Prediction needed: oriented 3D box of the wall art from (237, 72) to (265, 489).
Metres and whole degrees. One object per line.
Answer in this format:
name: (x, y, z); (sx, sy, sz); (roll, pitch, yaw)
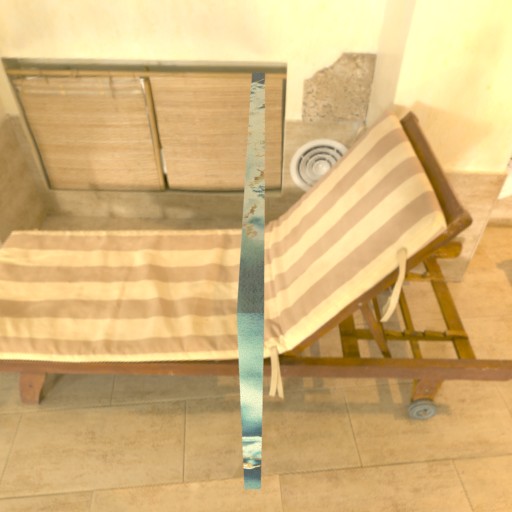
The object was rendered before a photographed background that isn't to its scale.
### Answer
wall art: (0.000, 0.000, 1.145); (0.038, 0.608, 0.912); (1, 42, 1)
